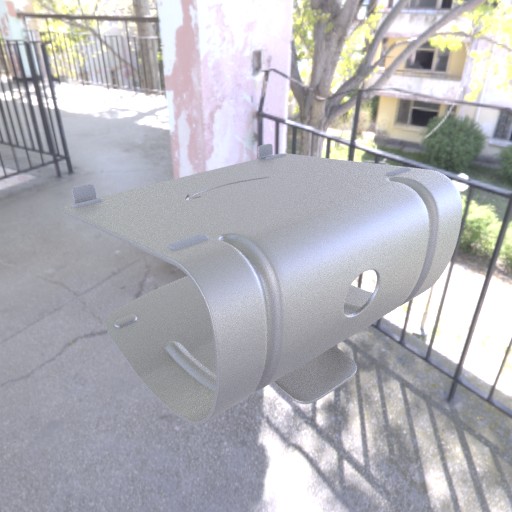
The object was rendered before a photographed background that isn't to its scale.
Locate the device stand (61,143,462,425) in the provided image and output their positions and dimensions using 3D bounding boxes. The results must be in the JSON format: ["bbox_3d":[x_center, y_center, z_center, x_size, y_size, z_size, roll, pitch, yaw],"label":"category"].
[{"bbox_3d":[0.000,0.000,0.395,0.256,0.155,0.236,-21,36,-32],"label":"device stand"}]
